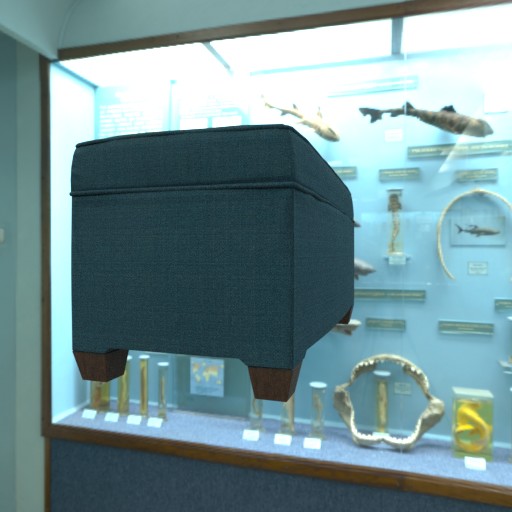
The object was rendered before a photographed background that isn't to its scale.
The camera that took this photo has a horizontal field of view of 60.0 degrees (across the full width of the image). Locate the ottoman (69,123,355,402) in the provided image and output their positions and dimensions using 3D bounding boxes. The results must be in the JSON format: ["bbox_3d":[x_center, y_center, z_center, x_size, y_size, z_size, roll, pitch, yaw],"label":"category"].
[{"bbox_3d":[0.000,0.000,1.210,0.474,0.474,0.943,0,0,18],"label":"ottoman"}]
